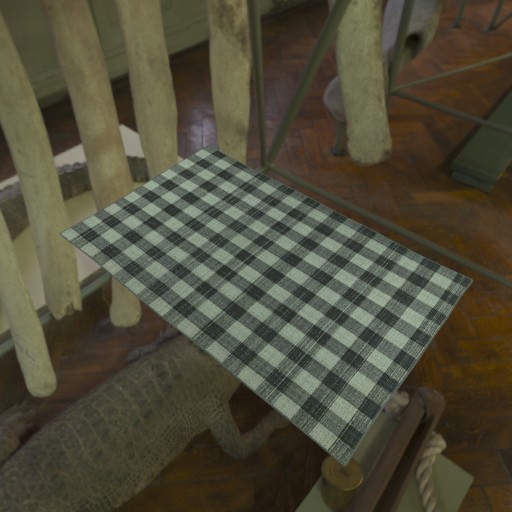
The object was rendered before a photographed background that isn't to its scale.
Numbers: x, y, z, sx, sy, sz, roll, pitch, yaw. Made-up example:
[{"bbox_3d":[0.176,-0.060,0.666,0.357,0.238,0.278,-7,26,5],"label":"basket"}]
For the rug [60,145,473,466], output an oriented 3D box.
[{"bbox_3d":[0.000,0.000,3.093,2.476,0.011,1.554,32,55,27],"label":"rug"}]
